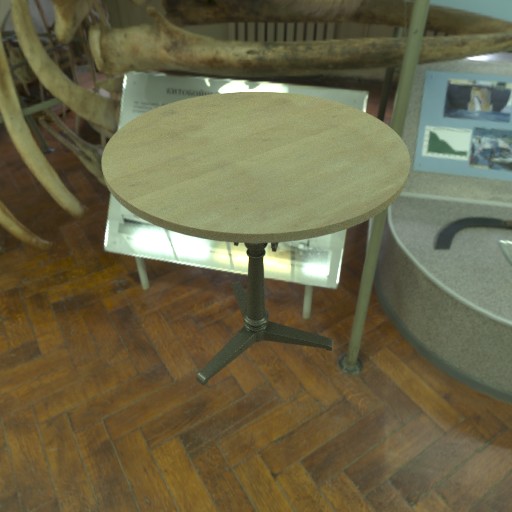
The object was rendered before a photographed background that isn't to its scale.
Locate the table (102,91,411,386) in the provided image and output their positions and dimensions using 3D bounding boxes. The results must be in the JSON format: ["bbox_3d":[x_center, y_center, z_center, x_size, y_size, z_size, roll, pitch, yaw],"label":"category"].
[{"bbox_3d":[0.000,0.000,1.435,0.800,0.780,0.800,0,40,0],"label":"table"}]
